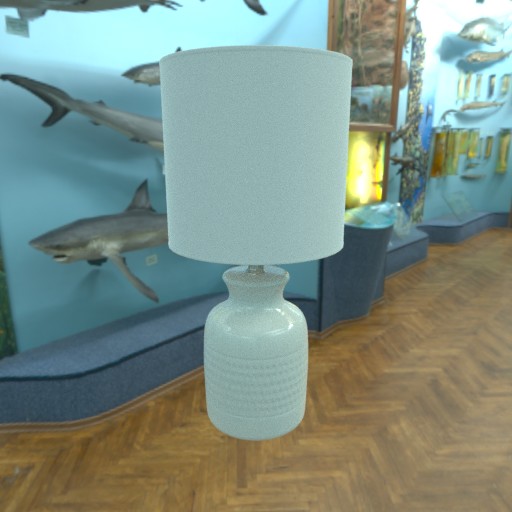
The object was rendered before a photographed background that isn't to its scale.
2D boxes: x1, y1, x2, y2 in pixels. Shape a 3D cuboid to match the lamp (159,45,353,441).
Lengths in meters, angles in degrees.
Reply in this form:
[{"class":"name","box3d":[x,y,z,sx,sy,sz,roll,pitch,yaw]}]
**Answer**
[{"class":"lamp","box3d":[0.000,0.000,0.489,0.188,0.392,0.188,14,20,42]}]
